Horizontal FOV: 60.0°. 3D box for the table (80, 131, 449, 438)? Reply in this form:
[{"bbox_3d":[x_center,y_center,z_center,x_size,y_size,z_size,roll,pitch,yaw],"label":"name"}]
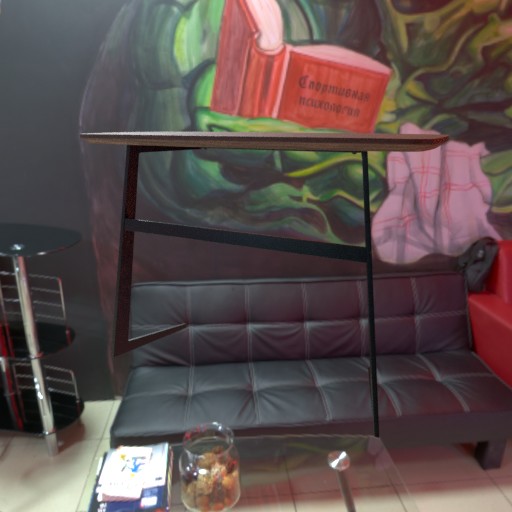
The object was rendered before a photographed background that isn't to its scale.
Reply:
[{"bbox_3d":[0.000,0.000,1.085,0.804,0.576,0.361,8,19,26],"label":"table"}]
